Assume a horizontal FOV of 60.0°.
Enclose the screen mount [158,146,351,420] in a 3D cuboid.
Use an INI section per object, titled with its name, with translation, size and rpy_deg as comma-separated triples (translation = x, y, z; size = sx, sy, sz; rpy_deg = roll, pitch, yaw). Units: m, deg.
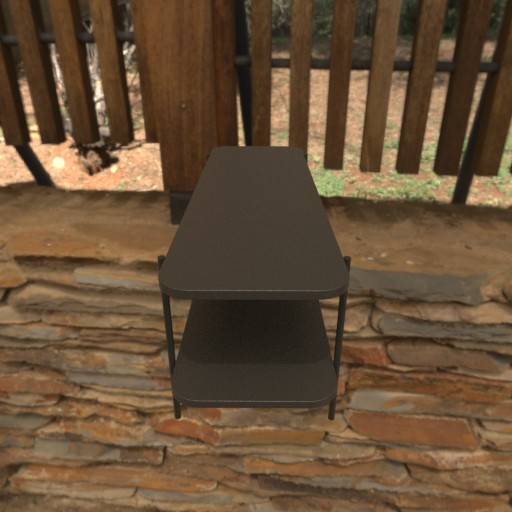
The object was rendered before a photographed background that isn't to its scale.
[screen mount]
translation = 0.000, 0.000, 1.429
size = 0.400, 0.447, 1.200
rpy_deg = 0, 26, 0
